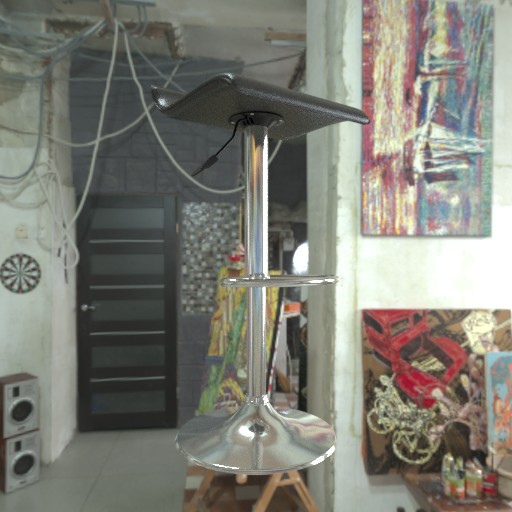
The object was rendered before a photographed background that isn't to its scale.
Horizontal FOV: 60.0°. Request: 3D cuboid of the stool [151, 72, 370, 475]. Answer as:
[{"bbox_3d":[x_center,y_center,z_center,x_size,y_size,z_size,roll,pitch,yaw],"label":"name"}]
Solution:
[{"bbox_3d":[0.000,0.000,1.053,0.381,0.851,0.381,0,0,-36],"label":"stool"}]
